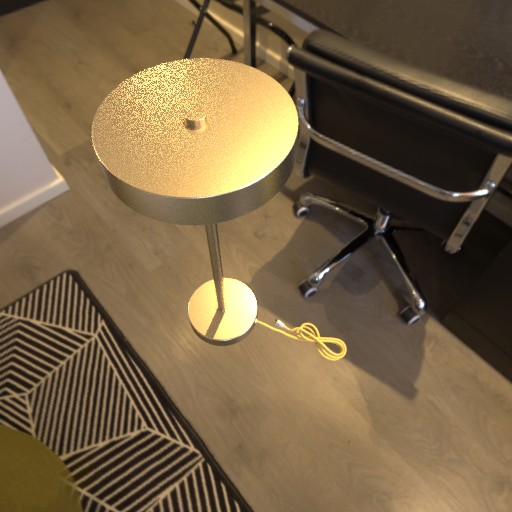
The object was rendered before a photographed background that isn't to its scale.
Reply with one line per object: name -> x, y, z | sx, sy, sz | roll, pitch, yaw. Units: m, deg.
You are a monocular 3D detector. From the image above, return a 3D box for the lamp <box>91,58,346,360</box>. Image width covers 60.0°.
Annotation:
lamp -> 0.000, 0.000, 0.686 | 0.369, 0.508, 0.229 | 16, 58, 10
